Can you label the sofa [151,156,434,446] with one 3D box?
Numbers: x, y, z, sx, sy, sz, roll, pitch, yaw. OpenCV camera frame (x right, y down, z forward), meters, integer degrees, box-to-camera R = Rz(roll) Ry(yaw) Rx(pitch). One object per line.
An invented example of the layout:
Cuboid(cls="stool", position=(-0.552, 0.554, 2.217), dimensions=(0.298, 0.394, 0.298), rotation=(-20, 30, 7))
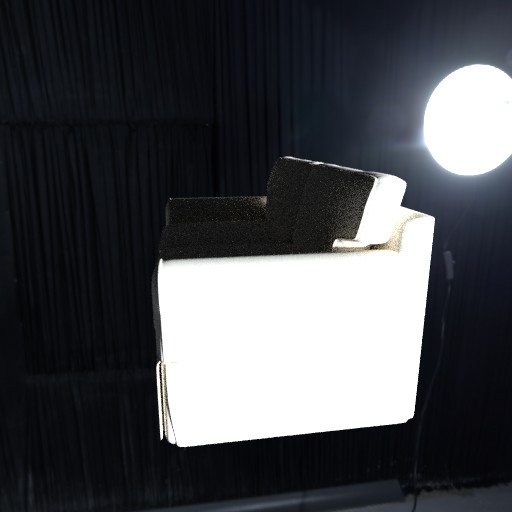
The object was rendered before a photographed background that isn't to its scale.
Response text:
Cuboid(cls="sofa", position=(0.000, 0.000, 2.291), dimensions=(0.991, 0.940, 1.727), rotation=(-2, 15, -9))
